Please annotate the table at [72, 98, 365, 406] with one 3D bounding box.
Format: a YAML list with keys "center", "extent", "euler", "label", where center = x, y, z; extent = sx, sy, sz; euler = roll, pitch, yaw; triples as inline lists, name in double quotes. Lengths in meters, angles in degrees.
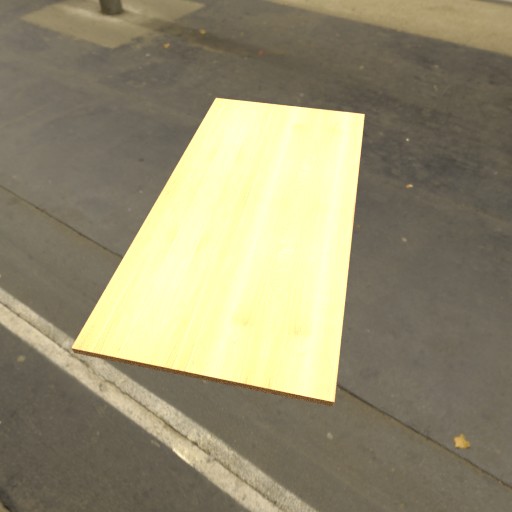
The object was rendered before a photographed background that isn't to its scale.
- center: [0.000, 0.000, 2.327]
  extent: [0.900, 0.750, 1.800]
  euler: [9, 48, 8]
  label: "table"
